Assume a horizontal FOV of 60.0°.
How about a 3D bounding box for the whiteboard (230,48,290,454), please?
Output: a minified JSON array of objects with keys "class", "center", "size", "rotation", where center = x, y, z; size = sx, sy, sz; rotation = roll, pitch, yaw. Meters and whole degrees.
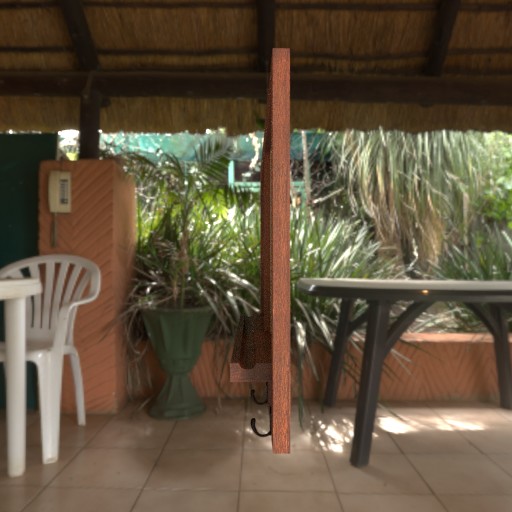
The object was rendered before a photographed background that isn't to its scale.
[{"class":"whiteboard","center":[0.000,0.000,0.985],"size":[0.083,0.553,0.768],"rotation":[0,-1,-1]}]
